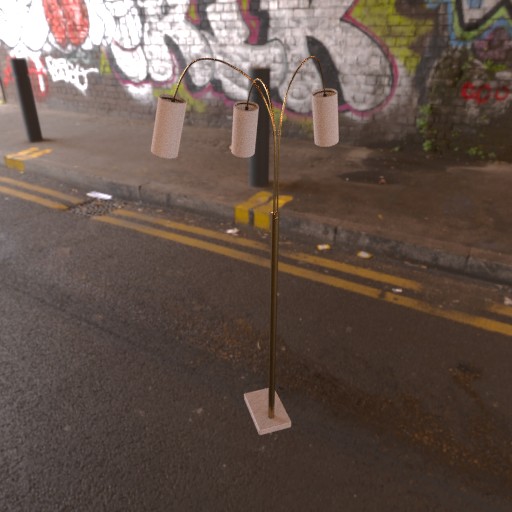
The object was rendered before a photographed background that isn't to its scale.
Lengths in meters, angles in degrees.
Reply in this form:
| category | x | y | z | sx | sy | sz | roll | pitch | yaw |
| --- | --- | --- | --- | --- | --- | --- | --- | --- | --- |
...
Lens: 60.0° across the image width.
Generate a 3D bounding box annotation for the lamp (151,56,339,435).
| category | x | y | z | sx | sy | sz | roll | pitch | yaw |
| --- | --- | --- | --- | --- | --- | --- | --- | --- | --- |
| lamp | 0.000 | 0.000 | 2.502 | 1.020 | 2.055 | 0.667 | -8 | 27 | -16 |
